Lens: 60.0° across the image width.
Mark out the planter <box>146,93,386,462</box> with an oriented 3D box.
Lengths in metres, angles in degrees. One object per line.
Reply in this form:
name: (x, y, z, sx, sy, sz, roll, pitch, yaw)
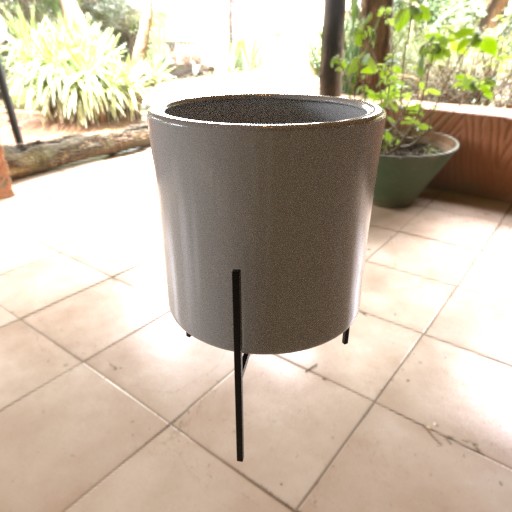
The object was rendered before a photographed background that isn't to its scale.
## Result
planter: (0.000, 0.000, 0.736, 0.361, 0.480, 0.360, 18, 31, 32)
